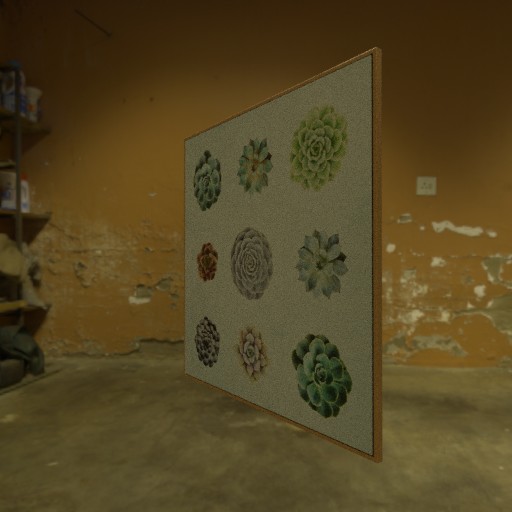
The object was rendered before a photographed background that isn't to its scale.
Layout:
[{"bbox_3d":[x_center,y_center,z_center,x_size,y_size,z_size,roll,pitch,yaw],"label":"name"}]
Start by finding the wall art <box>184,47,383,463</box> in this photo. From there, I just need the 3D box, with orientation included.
[{"bbox_3d":[0.000,0.000,0.965,0.014,0.655,0.657,0,-1,-36],"label":"wall art"}]
